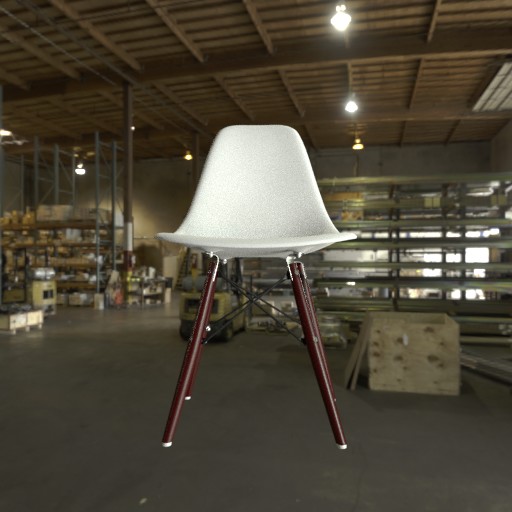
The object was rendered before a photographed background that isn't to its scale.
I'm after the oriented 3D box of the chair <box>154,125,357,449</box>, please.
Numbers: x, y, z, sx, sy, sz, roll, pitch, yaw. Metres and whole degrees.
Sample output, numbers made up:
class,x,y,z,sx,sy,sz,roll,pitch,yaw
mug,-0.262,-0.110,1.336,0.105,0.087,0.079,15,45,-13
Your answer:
class,x,y,z,sx,sy,sz,roll,pitch,yaw
chair,0.000,0.000,1.138,0.470,0.826,0.533,0,-1,1
